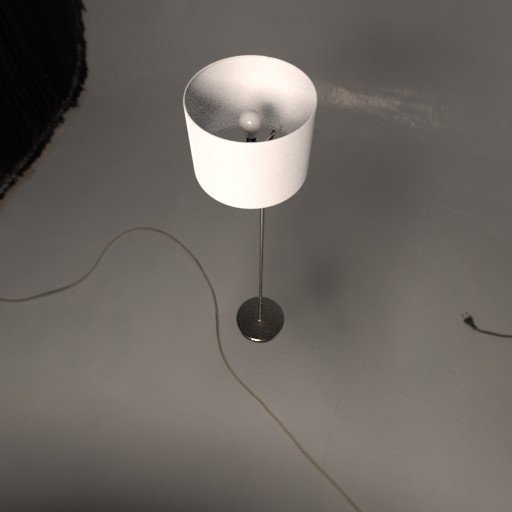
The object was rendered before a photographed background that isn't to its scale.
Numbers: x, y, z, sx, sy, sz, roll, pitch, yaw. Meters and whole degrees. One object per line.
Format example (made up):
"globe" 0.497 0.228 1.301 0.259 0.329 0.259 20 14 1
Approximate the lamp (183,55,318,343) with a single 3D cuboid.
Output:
"lamp" 0.000 0.000 1.768 0.324 1.600 0.416 14 59 9
